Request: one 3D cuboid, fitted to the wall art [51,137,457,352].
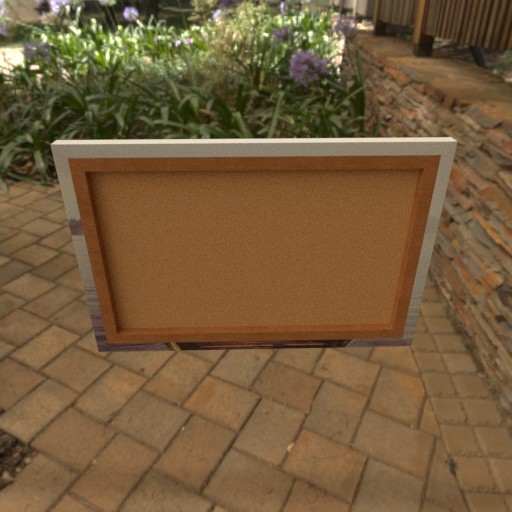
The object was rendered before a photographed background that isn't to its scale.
[{"bbox_3d":[0.000,0.000,1.163,0.916,0.609,0.037,-1,30,-1],"label":"wall art"}]
